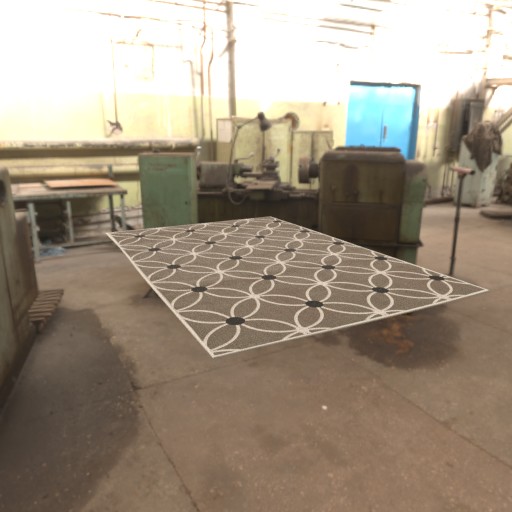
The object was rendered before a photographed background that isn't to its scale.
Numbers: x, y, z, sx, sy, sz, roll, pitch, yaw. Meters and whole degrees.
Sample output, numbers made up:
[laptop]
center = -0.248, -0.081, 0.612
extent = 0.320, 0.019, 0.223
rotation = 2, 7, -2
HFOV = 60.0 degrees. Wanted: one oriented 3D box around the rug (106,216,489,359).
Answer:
[rug]
center = 0.000, 0.000, 2.893
extent = 1.522, 0.008, 2.284
rotation = -8, 18, -26
